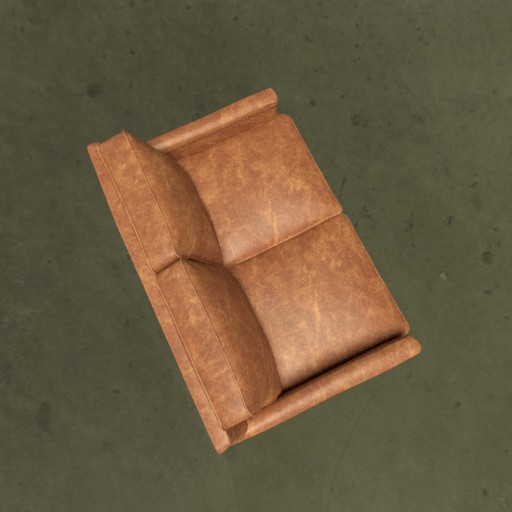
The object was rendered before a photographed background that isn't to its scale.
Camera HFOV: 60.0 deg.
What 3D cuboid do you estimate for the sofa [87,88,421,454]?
[{"bbox_3d":[0.000,0.000,2.317,1.084,1.003,1.597,-25,77,-6],"label":"sofa"}]
